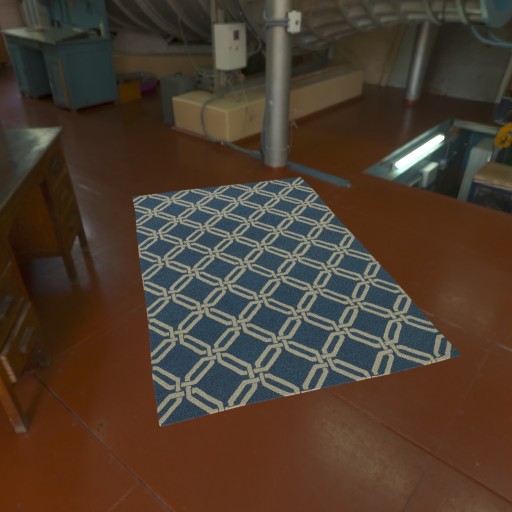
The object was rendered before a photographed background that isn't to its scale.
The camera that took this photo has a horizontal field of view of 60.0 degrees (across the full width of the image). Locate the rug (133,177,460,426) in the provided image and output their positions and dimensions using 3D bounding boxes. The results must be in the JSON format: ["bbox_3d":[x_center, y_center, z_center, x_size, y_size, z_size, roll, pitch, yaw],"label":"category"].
[{"bbox_3d":[0.000,0.000,2.265,1.153,0.010,1.755,-9,35,-13],"label":"rug"}]
